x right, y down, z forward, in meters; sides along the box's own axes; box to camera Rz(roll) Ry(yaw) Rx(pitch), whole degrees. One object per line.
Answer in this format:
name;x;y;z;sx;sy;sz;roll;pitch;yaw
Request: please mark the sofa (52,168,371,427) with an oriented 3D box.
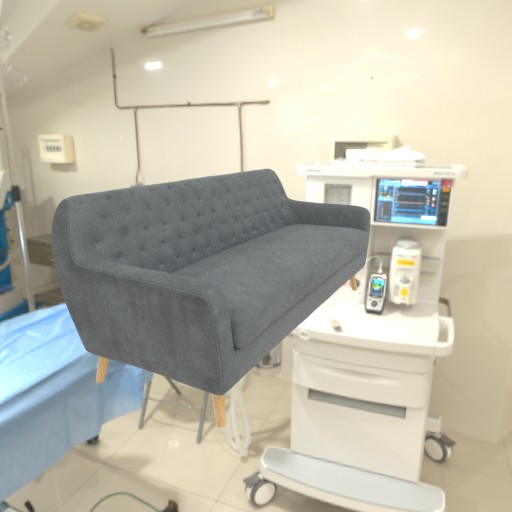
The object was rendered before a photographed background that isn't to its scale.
sofa;0.000;0.000;2.466;0.841;0.832;1.975;8;17;28
